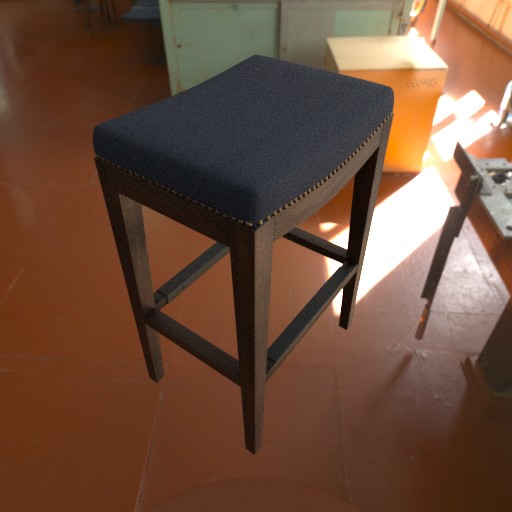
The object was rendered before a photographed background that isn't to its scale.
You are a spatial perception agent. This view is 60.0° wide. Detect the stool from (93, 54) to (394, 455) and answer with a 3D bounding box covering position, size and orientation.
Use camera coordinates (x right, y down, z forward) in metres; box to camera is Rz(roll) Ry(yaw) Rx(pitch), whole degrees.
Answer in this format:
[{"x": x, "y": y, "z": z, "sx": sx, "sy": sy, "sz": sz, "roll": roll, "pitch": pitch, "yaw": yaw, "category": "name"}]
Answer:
[{"x": 0.000, "y": 0.000, "z": 1.041, "sx": 0.358, "sy": 0.740, "sz": 0.498, "roll": 26, "pitch": 48, "yaw": 26, "category": "stool"}]
